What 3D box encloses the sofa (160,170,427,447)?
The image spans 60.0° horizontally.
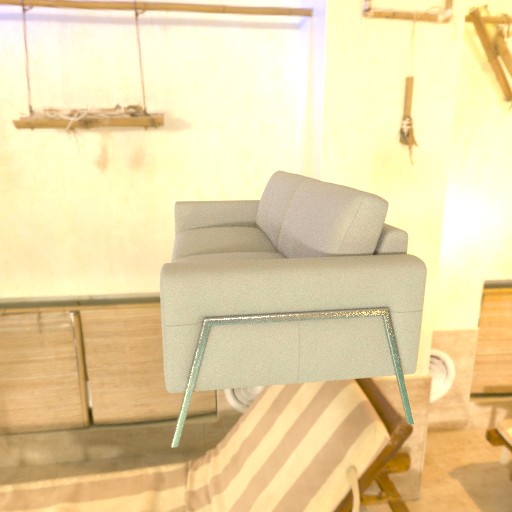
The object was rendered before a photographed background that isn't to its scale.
[{"bbox_3d":[0.000,0.000,2.502,0.953,0.875,2.017,-2,14,-8],"label":"sofa"}]
